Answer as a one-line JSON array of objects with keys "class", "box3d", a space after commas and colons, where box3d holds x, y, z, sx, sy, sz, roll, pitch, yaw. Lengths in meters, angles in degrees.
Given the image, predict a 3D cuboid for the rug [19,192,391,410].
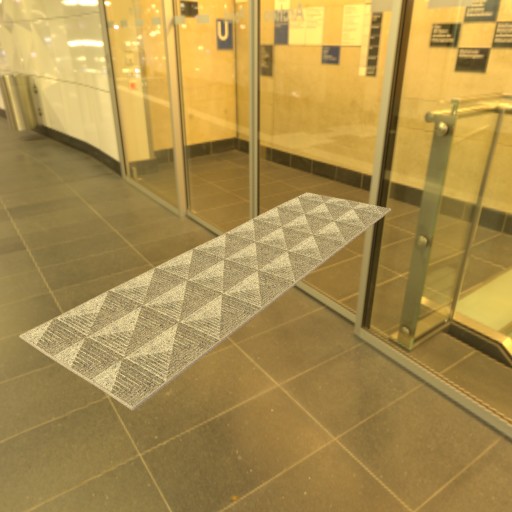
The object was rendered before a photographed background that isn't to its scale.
[{"class": "rug", "box3d": [0.000, 0.000, 2.301, 0.645, 0.015, 2.182, 17, 31, 32]}]
